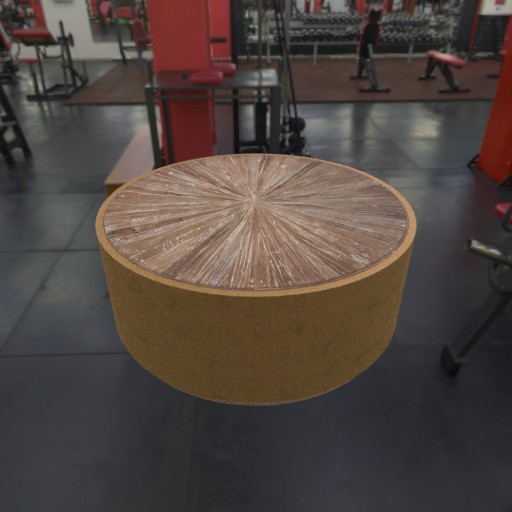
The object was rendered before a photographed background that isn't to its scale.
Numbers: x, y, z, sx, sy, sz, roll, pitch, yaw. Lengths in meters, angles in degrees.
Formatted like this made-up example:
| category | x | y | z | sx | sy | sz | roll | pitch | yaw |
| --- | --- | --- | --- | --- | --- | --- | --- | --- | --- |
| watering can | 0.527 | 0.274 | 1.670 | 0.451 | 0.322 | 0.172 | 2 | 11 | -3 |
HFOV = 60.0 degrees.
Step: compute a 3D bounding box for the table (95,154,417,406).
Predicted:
| category | x | y | z | sx | sy | sz | roll | pitch | yaw |
| --- | --- | --- | --- | --- | --- | --- | --- | --- | --- |
| table | 0.000 | 0.000 | 1.549 | 1.001 | 0.409 | 1.001 | 0 | 32 | 0 |
